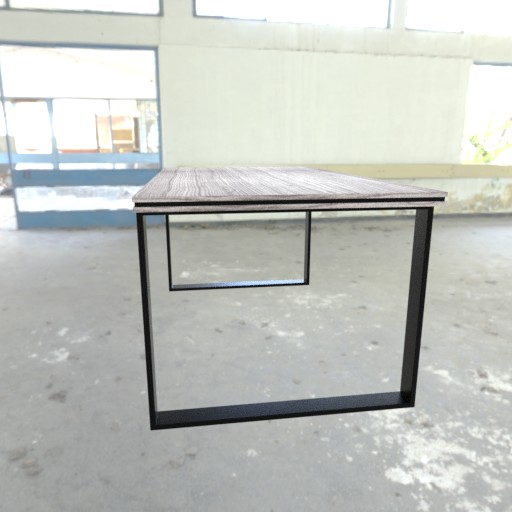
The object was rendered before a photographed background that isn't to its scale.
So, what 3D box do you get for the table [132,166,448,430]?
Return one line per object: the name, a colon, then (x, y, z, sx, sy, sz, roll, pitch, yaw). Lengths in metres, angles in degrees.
table: (0.000, 0.000, 2.054, 0.881, 0.736, 1.579, -2, 14, -8)
